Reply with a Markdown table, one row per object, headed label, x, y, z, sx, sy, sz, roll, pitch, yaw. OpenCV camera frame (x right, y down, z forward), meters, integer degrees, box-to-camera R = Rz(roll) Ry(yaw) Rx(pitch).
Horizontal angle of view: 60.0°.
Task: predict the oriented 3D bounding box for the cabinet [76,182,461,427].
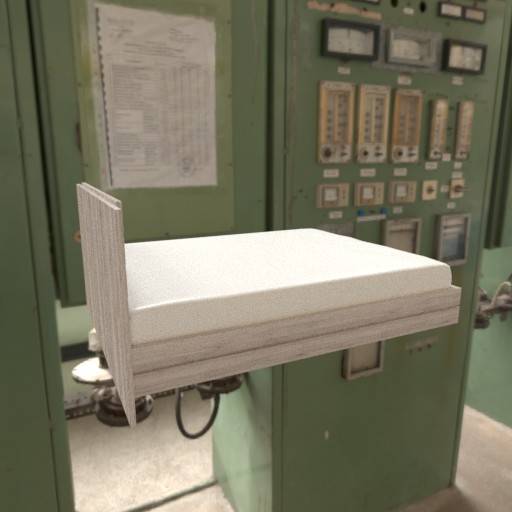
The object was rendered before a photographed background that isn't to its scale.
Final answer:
| label | x | y | z | sx | sy | sz | roll | pitch | yaw |
| --- | --- | --- | --- | --- | --- | --- | --- | --- | --- |
| cabinet | 0.000 | 0.000 | 3.040 | 2.080 | 0.970 | 1.750 | -6 | 14 | -26 |
